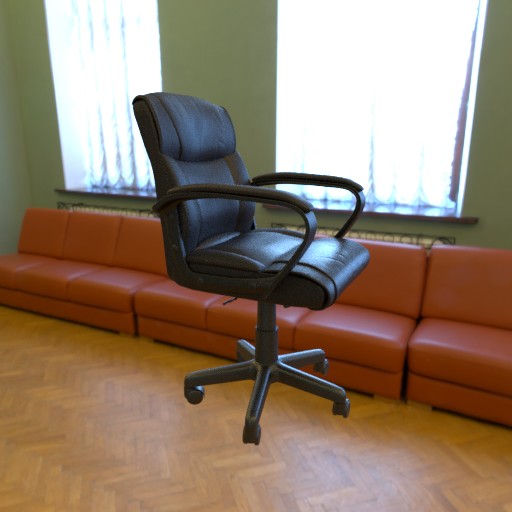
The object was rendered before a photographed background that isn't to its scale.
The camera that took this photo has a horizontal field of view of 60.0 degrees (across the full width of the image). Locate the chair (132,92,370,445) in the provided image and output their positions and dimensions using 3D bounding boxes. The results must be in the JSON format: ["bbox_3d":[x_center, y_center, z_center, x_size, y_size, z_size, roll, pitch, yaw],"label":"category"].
[{"bbox_3d":[0.000,0.000,1.411,0.641,0.998,0.576,7,16,25],"label":"chair"}]
